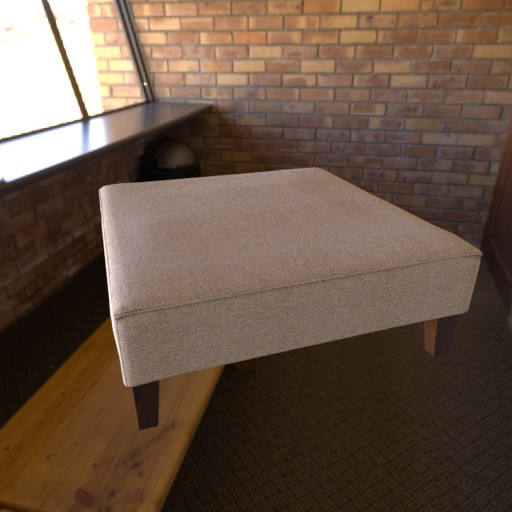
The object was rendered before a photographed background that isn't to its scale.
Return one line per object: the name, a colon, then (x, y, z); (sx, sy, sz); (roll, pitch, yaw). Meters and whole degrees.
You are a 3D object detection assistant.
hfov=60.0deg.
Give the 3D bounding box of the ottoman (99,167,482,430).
ottoman: (0.000, 0.000, 1.523); (0.973, 0.381, 0.982); (-8, 26, -17)
